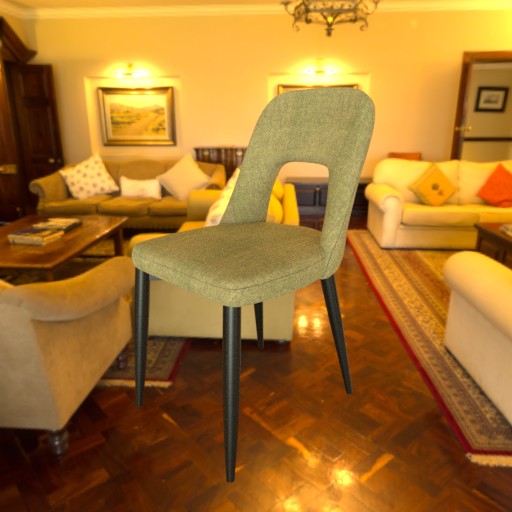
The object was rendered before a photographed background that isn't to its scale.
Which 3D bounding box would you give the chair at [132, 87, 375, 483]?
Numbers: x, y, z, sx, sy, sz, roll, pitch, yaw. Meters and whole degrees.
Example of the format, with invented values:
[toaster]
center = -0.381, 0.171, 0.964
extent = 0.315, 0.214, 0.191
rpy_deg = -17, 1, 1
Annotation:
[chair]
center = 0.000, 0.000, 1.277
extent = 0.612, 0.931, 0.470
rpy_deg = -16, 24, -42
